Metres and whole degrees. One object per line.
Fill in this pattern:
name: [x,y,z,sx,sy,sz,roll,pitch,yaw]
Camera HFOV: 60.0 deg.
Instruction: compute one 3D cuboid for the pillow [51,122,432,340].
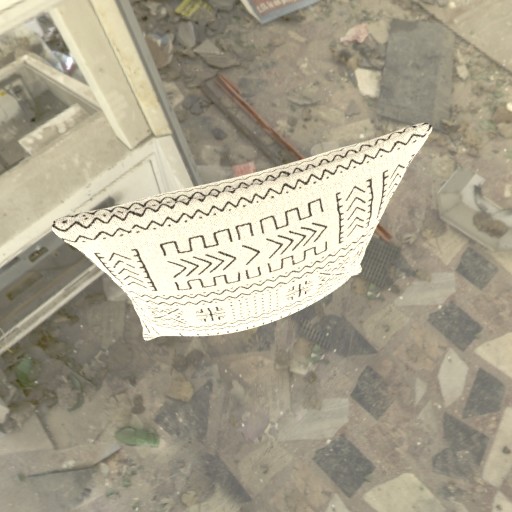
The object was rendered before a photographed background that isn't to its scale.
pillow: [0.000,0.000,0.665,0.438,0.430,0.164,-17,65,-8]
